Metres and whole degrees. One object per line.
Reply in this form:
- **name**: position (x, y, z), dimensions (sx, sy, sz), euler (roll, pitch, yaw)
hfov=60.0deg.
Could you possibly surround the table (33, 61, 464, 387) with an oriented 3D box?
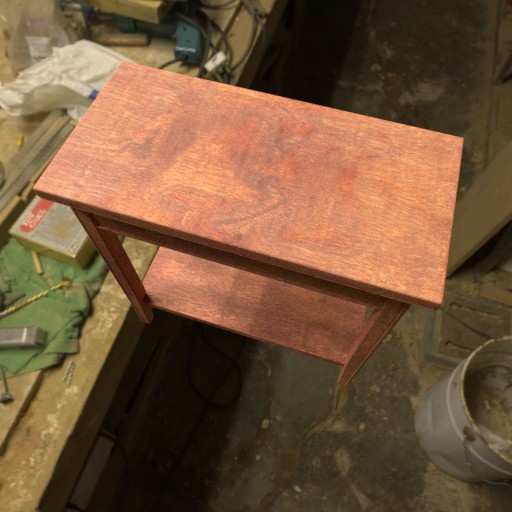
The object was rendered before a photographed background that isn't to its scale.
- **table**: position (0.000, 0.000, 0.958), dimensions (0.610, 0.610, 0.305), euler (16, 62, 9)
